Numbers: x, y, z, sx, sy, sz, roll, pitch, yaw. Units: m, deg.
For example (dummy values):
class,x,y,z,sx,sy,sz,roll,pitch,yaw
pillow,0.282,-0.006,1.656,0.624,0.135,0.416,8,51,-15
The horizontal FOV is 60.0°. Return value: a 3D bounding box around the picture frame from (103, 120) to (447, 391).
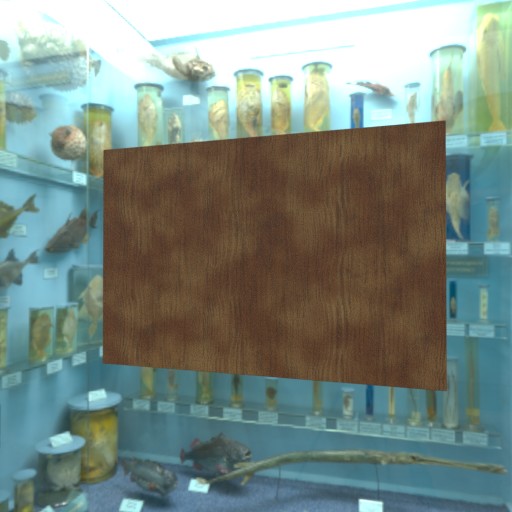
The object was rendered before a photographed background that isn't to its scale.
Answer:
class,x,y,z,sx,sy,sz,roll,pitch,yaw
picture frame,0.000,0.000,1.202,0.950,0.640,0.029,0,-1,17
